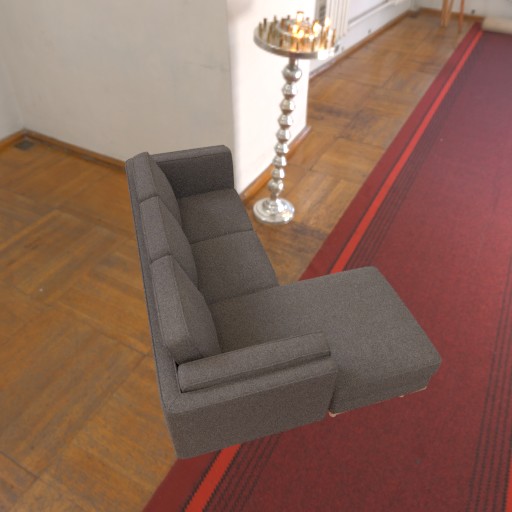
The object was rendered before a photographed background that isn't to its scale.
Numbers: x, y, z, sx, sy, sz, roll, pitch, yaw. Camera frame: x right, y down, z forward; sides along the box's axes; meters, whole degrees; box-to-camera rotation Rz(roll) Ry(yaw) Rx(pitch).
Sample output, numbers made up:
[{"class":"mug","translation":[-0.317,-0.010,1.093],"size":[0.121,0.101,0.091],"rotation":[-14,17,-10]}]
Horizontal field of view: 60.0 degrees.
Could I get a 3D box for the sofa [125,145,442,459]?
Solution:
[{"class":"sofa","translation":[0.000,0.000,3.206],"size":[1.604,0.929,2.411],"rotation":[-11,43,-12]}]
